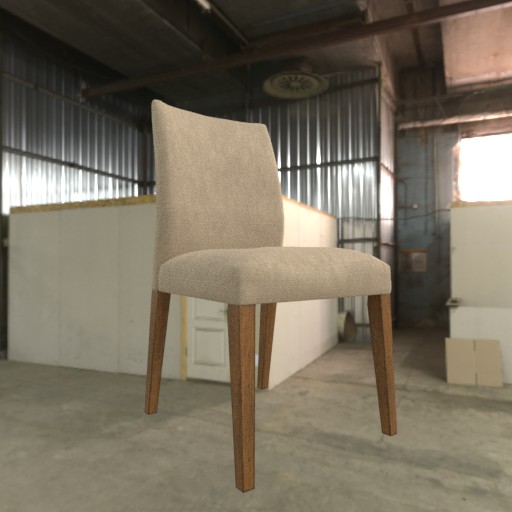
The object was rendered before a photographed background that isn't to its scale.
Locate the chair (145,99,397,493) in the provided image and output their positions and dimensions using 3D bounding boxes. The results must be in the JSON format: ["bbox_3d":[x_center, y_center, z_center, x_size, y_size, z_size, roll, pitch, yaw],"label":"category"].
[{"bbox_3d":[0.000,0.000,1.261,0.496,0.940,0.585,0,0,-36],"label":"chair"}]
